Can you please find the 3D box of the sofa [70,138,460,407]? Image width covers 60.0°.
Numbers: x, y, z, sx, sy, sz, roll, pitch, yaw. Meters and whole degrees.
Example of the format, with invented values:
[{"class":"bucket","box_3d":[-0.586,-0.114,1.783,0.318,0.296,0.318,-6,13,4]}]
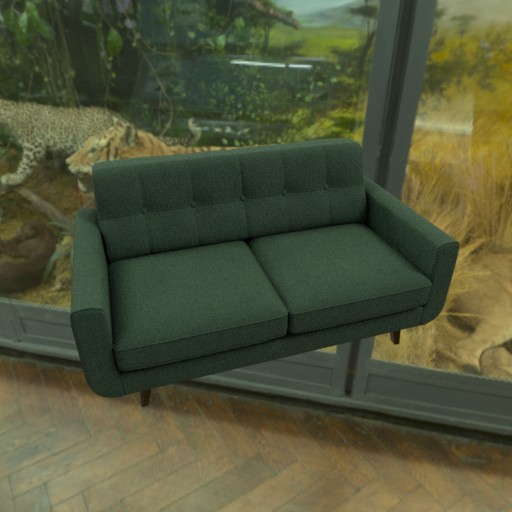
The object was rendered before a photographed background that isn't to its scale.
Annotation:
[{"class":"sofa","box_3d":[0.000,0.000,2.155,1.631,0.841,0.909,-10,33,-15]}]
